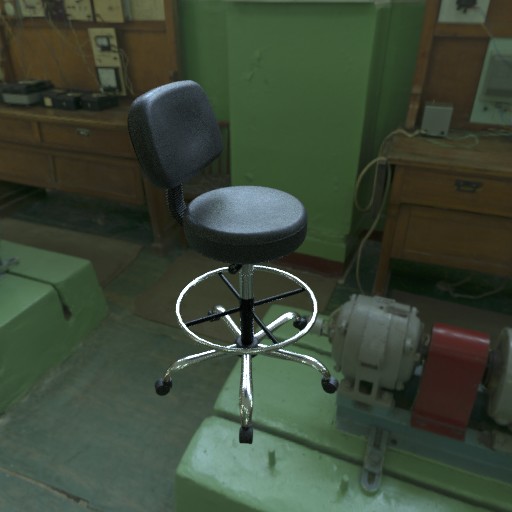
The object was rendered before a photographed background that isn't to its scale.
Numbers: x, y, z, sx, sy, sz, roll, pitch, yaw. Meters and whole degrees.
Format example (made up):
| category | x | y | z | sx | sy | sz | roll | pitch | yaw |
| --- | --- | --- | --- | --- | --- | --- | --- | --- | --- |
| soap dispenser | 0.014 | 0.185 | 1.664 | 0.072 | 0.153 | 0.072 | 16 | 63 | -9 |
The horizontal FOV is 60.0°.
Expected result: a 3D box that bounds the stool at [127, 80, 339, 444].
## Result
| category | x | y | z | sx | sy | sz | roll | pitch | yaw |
| --- | --- | --- | --- | --- | --- | --- | --- | --- | --- |
| stool | 0.000 | 0.000 | 1.508 | 0.658 | 1.069 | 0.694 | 11 | 32 | 17 |
